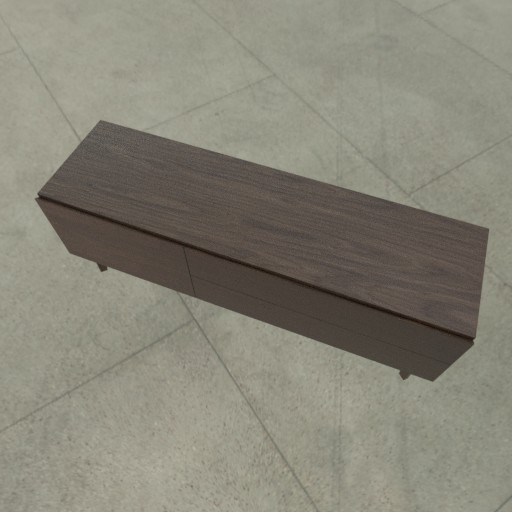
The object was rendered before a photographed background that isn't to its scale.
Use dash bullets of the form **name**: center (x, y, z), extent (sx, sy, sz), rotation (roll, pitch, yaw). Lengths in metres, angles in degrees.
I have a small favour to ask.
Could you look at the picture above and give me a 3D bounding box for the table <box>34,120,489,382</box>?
- **table**: center (0.000, 0.000, 1.623), extent (1.397, 0.508, 0.405), rotation (18, 59, 11)
